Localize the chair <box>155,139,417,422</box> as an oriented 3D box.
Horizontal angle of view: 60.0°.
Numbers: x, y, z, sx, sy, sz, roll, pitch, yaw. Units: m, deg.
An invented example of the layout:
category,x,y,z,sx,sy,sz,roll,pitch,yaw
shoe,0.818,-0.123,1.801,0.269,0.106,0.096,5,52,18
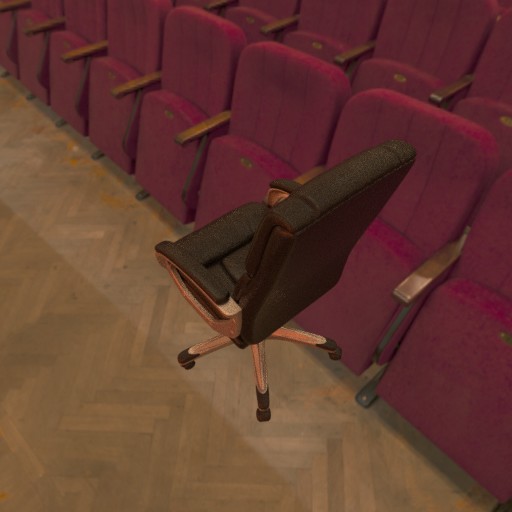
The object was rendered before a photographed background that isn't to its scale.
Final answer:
category,x,y,z,sx,sy,sz,roll,pitch,yaw
chair,0.000,0.000,1.644,0.700,1.145,0.780,-32,55,-27
